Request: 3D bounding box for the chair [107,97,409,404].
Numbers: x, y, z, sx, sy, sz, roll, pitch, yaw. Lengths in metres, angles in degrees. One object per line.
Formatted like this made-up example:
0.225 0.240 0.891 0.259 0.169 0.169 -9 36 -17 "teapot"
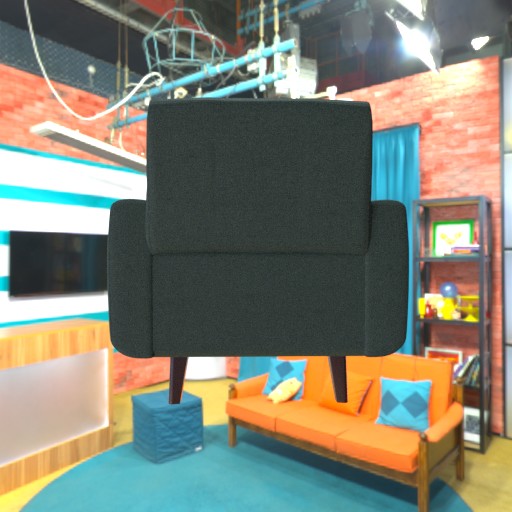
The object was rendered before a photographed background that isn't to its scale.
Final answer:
0.000 0.000 1.584 0.831 0.841 0.909 0 -1 -1 "chair"
